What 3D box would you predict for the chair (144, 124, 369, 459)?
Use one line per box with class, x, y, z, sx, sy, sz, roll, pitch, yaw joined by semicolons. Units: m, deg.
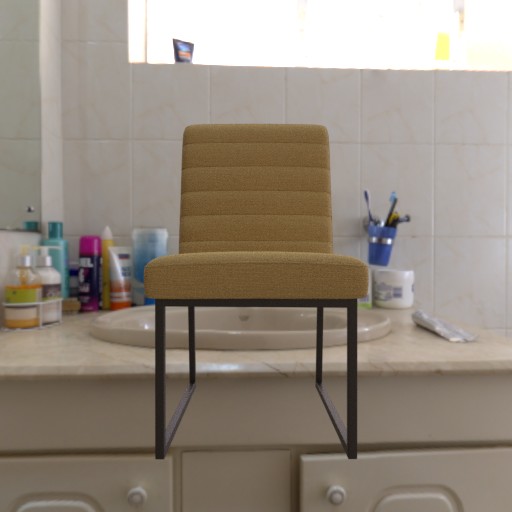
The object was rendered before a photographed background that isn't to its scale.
chair;0.000;0.000;1.312;0.520;0.930;0.634;0;0;0
